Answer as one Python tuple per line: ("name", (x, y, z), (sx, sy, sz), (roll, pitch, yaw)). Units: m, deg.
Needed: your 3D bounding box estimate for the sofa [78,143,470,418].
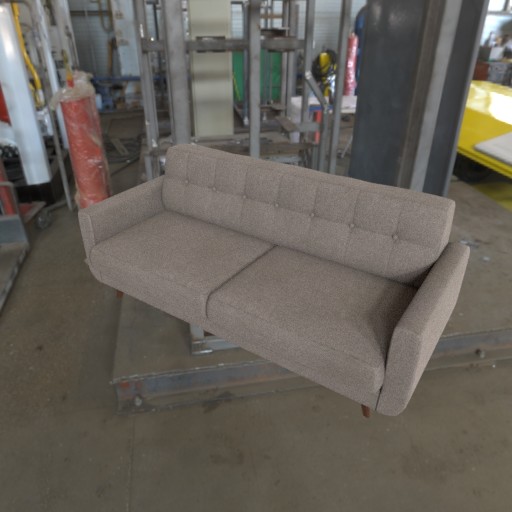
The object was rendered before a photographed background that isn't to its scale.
("sofa", (0.000, 0.000, 2.489), (2.029, 0.841, 0.909), (19, 35, 29))
